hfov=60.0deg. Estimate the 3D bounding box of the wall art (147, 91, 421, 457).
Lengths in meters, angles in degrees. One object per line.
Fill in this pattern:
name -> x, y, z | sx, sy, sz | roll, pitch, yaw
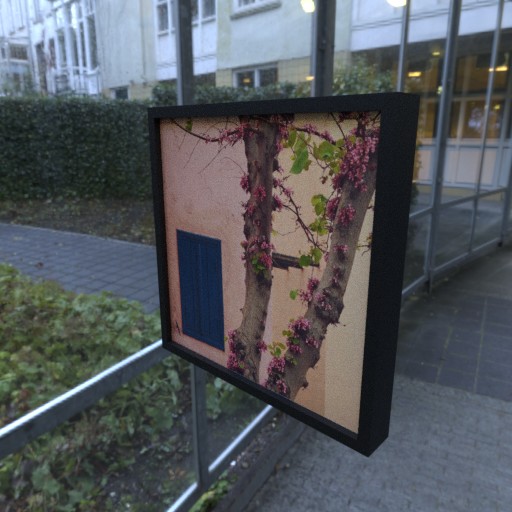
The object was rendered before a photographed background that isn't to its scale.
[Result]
wall art -> 0.000, 0.000, 0.463 | 0.305, 0.304, 0.038 | 14, 21, 41
